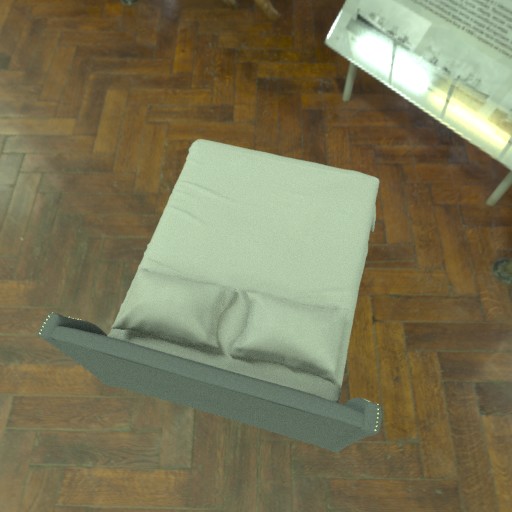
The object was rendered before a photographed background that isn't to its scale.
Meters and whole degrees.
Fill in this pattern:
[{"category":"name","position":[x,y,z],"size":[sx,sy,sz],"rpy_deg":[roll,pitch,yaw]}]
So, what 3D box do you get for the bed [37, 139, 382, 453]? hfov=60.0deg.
[{"category":"bed","position":[0.000,0.000,3.396],"size":[1.925,1.332,2.276],"rpy_deg":[14,63,7]}]
